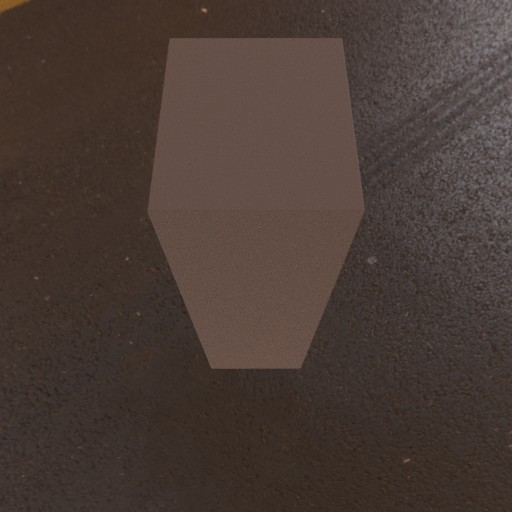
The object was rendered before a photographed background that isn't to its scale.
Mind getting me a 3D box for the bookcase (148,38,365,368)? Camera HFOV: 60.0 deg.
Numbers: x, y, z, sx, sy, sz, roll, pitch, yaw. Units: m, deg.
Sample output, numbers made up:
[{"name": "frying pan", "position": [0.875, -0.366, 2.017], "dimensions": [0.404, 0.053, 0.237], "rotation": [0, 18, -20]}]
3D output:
[{"name": "bookcase", "position": [0.000, 0.000, 1.242], "dimensions": [0.330, 1.080, 0.390], "rotation": [0, 63, 0]}]
